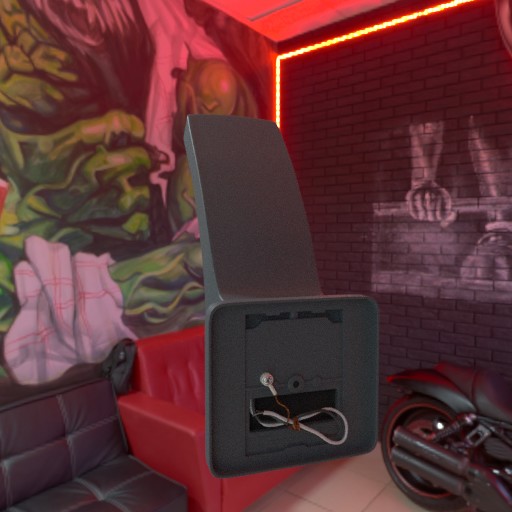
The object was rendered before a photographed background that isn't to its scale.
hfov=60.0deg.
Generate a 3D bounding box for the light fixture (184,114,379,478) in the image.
[{"bbox_3d":[0.000,0.000,0.336,0.108,0.243,0.174,-1,3,-18],"label":"light fixture"}]
